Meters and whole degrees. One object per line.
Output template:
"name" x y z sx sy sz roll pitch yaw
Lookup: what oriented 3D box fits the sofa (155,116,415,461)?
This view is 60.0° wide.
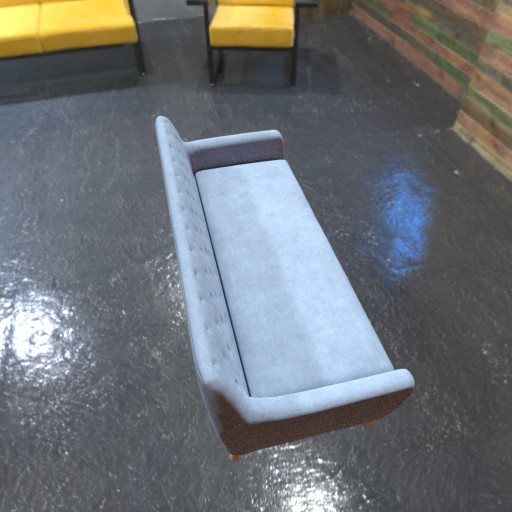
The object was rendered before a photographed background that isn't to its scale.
"sofa" 0.000 0.000 2.399 0.830 0.830 1.970 -10 46 -10
